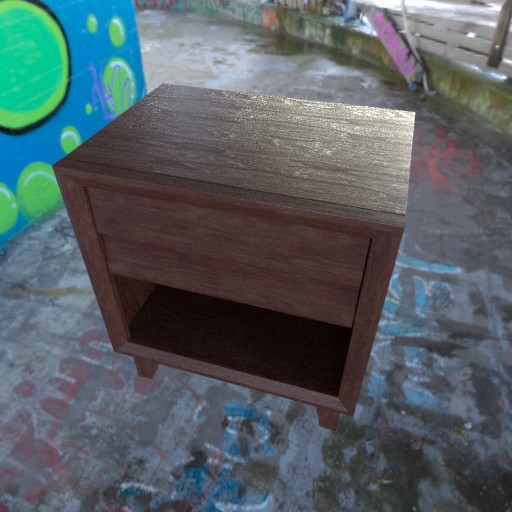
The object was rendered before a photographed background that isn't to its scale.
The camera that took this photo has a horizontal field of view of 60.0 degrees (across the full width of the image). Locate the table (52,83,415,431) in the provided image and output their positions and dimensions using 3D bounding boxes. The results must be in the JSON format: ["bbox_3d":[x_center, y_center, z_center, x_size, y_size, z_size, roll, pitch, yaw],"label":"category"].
[{"bbox_3d":[0.000,0.000,1.018,0.557,0.609,0.449,11,42,13],"label":"table"}]
